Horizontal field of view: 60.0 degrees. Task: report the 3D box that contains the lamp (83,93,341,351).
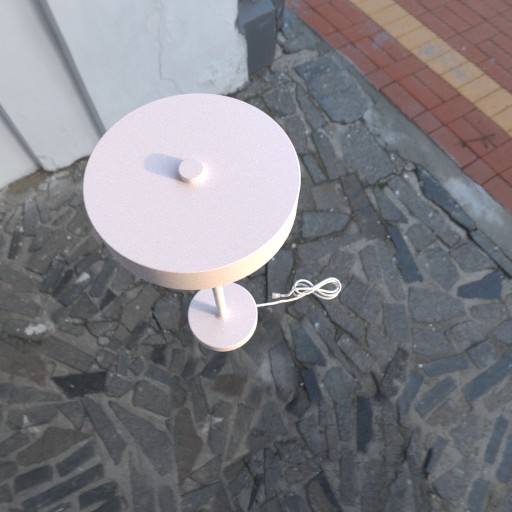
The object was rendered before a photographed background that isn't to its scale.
[{"bbox_3d":[0.000,0.000,0.698,0.369,0.508,0.229,-16,65,-7],"label":"lamp"}]
